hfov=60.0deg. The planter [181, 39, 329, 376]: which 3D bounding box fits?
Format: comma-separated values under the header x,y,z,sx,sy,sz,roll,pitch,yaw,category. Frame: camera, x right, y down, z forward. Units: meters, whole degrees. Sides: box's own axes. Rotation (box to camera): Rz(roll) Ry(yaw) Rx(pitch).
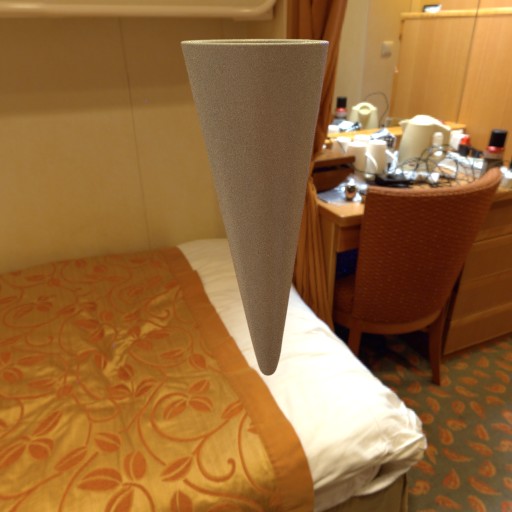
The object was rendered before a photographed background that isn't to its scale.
x,y,z,sx,sy,sz,roll,pitch,yaw,category
0.000,0.000,0.219,0.057,0.191,0.064,9,28,17,planter
